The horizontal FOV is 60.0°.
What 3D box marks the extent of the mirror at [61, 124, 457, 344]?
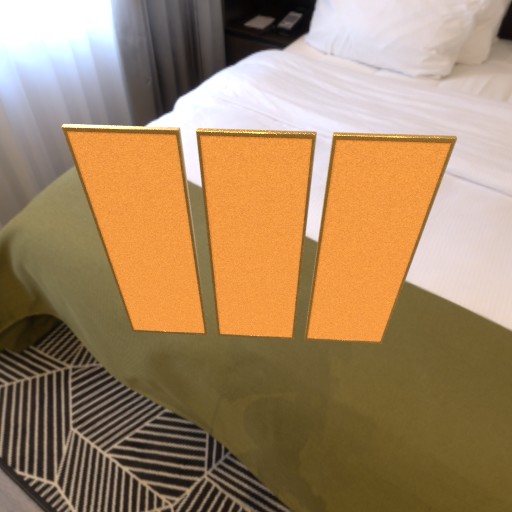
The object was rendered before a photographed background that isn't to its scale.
[{"bbox_3d":[0.000,0.000,1.470,1.011,0.926,0.023,2,46,2],"label":"mirror"}]
